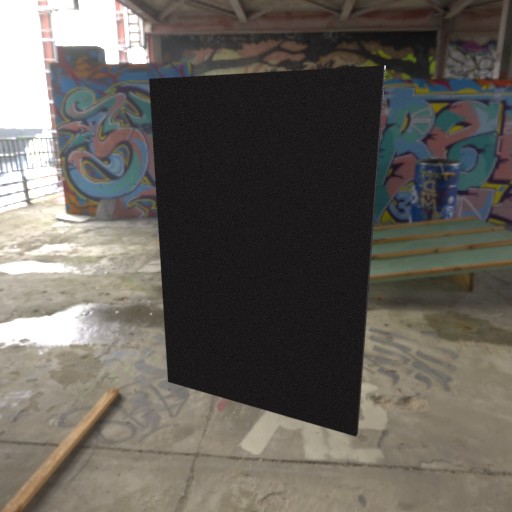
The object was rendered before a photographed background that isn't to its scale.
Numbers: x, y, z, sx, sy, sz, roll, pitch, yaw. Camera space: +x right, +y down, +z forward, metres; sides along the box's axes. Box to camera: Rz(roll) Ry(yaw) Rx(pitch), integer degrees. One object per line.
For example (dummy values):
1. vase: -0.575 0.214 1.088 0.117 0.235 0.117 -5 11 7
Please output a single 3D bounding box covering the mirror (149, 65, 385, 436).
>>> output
1. mirror: 0.000 0.000 1.194 0.613 0.914 0.039 8 18 25
